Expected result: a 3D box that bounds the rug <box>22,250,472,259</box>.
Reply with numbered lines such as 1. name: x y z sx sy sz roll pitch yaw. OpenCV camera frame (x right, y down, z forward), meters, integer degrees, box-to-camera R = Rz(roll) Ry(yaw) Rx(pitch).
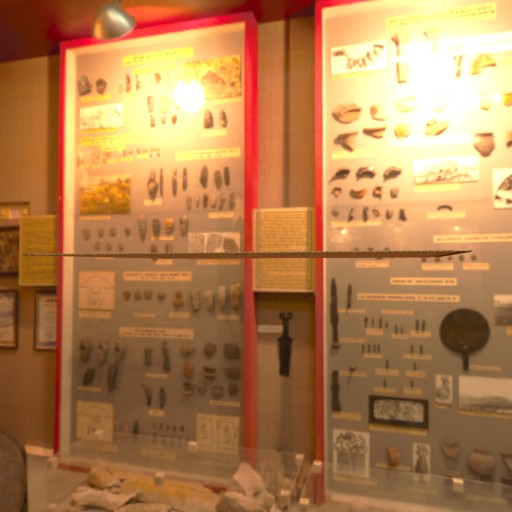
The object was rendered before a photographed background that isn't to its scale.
1. rug: 0.000 0.000 2.992 2.435 0.010 1.544 0 -1 17
